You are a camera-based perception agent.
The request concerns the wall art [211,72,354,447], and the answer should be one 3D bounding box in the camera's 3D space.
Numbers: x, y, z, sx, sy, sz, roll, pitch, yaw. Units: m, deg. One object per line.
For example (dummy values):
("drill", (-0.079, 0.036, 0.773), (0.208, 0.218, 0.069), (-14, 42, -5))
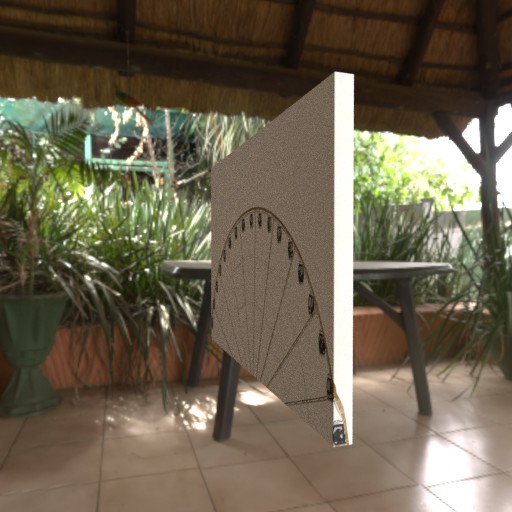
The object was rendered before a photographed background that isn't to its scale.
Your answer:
("wall art", (0.000, 0.000, 1.140), (0.038, 0.601, 0.898), (0, 1, -18))
